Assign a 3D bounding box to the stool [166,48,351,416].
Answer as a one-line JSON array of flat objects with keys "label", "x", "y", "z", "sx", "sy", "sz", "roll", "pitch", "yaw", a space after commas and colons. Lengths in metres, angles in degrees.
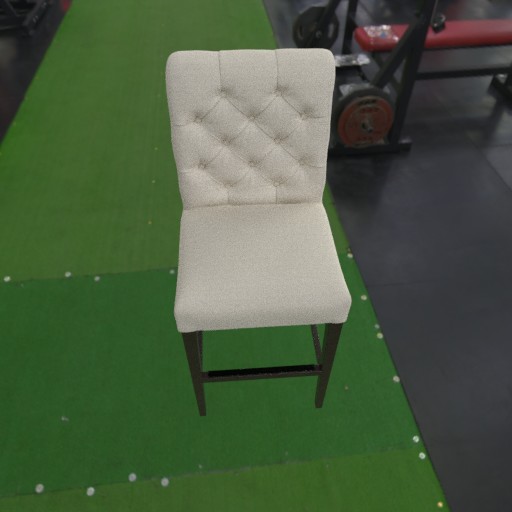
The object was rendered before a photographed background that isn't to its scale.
[{"label": "stool", "x": 0.000, "y": 0.000, "z": 1.463, "sx": 0.482, "sy": 1.118, "sz": 0.610, "roll": -3, "pitch": 47, "yaw": -3}]
